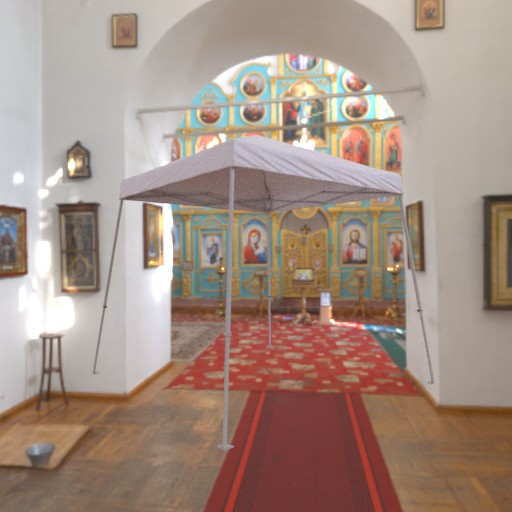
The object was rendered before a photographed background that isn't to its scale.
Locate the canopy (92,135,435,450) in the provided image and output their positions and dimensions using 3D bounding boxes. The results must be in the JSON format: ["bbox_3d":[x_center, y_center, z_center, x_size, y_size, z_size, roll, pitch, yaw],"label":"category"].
[{"bbox_3d":[0.000,0.000,5.201,2.850,2.850,2.849,1,-1,-38],"label":"canopy"}]
